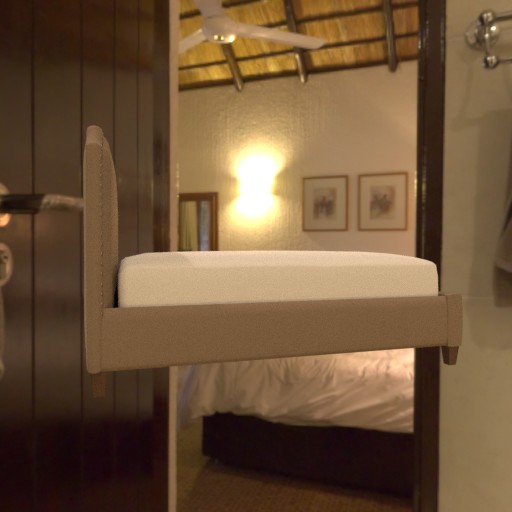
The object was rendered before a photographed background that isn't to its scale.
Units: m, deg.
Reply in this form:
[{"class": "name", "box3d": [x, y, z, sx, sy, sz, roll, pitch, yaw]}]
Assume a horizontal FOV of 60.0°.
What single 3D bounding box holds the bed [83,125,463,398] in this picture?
[{"class": "bed", "box3d": [0.000, 0.000, 3.395, 2.372, 1.443, 1.713, 0, 1, -17]}]
